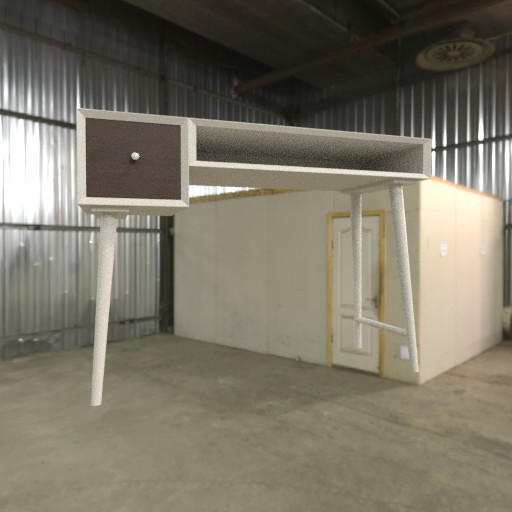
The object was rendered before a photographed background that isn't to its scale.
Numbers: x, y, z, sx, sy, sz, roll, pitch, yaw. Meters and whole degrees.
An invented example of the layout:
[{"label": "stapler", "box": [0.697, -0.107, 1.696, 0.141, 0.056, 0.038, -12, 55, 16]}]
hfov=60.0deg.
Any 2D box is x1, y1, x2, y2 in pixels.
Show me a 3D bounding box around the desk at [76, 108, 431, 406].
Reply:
[{"label": "desk", "box": [0.000, 0.000, 1.468, 1.069, 0.761, 0.409, 0, 2, -18]}]
